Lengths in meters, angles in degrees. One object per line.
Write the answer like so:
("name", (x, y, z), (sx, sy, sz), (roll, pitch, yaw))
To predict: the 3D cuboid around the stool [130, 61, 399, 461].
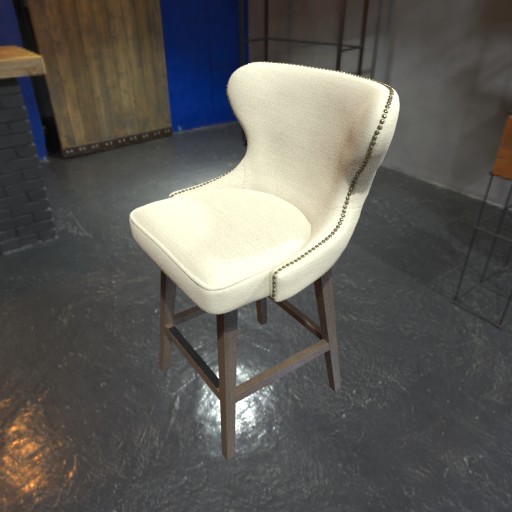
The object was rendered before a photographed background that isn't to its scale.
("stool", (0.000, 0.000, 1.304), (0.597, 0.972, 0.615), (-21, 37, -30))
